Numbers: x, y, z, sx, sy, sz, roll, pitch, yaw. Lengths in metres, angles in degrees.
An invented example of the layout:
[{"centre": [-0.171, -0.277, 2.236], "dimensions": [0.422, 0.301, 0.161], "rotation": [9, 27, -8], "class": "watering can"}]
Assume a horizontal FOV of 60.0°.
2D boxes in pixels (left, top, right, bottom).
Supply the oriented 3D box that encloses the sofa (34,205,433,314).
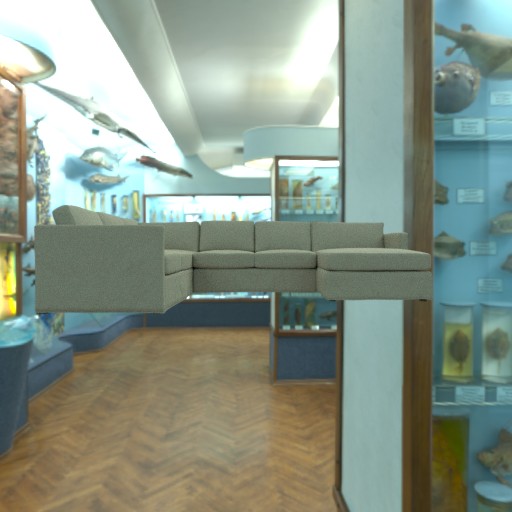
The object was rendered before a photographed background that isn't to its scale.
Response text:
[{"centre": [0.000, 0.000, 4.644], "dimensions": [3.460, 0.882, 2.427], "rotation": [0, 1, 0], "class": "sofa"}]
